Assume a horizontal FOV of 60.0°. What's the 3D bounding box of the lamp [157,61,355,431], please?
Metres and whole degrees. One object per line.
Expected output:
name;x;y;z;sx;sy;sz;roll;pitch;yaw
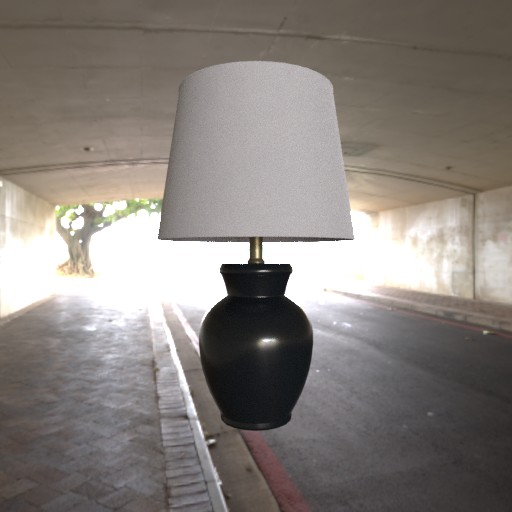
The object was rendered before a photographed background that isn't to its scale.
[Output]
lamp;0.000;0.000;0.547;0.239;0.399;0.239;0;0;0
